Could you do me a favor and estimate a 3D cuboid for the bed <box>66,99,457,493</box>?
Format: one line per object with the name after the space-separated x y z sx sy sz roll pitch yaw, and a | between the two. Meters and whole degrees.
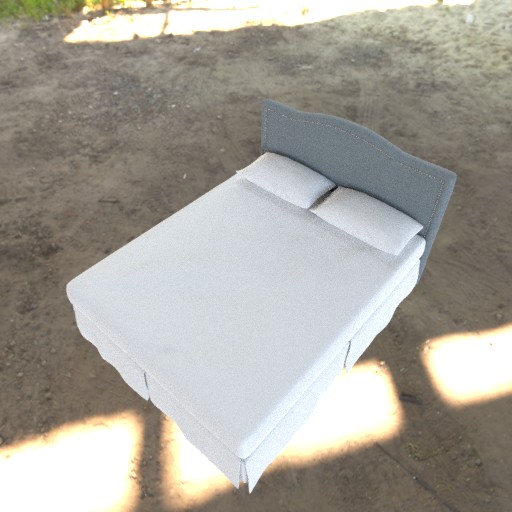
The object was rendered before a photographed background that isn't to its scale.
0.000 0.000 3.836 2.161 1.457 2.689 32 53 28 | bed
